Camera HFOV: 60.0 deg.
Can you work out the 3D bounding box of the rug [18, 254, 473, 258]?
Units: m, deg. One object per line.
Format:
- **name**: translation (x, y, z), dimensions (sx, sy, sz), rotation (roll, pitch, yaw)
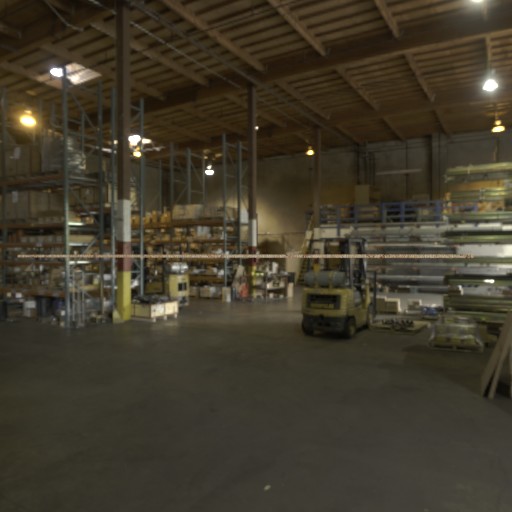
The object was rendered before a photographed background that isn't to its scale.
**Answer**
- **rug**: translation (0.000, 0.000, 2.845), dimensions (2.292, 0.014, 1.528), rotation (0, 0, 17)
